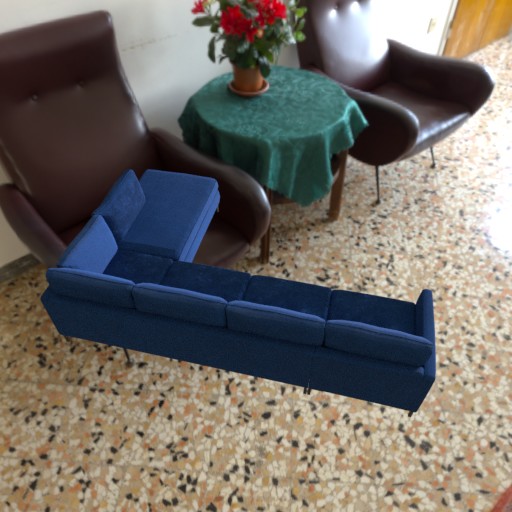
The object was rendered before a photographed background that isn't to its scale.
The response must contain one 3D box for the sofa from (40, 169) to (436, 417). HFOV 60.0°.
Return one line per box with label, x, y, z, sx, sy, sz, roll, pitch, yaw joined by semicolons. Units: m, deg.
sofa;0.000;0.000;3.309;2.486;0.687;1.707;10;47;9
